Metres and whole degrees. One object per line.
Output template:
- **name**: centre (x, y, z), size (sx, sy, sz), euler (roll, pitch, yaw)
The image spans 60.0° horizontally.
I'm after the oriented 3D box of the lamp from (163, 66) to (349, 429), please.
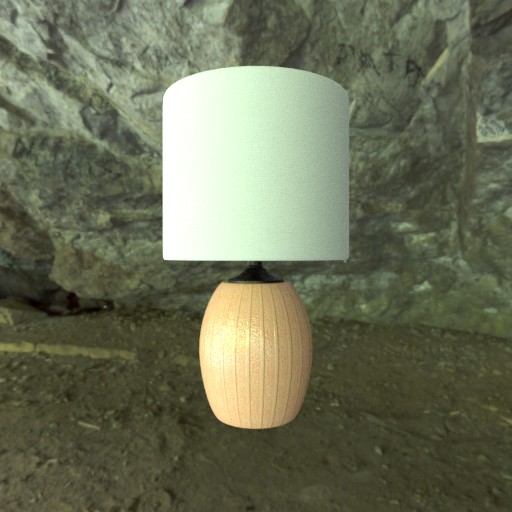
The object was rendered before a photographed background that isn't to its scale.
- **lamp**: centre (0.000, 0.000, 0.801), size (0.329, 0.570, 0.329), euler (0, 0, 0)
